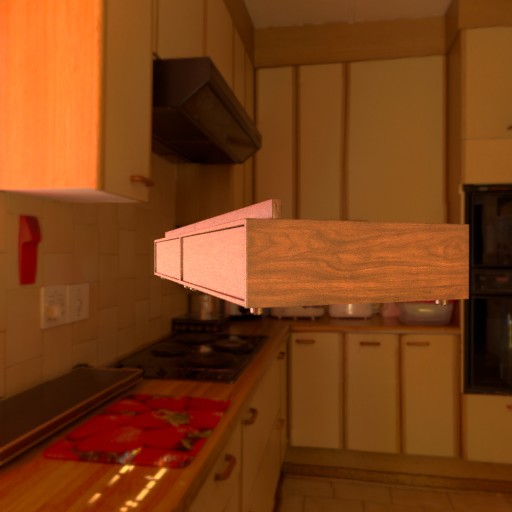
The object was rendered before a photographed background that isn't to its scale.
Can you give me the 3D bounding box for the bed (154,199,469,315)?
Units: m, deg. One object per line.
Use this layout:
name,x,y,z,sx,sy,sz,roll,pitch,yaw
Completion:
bed,0.000,0.000,2.291,0.787,0.326,2.057,0,0,-20
